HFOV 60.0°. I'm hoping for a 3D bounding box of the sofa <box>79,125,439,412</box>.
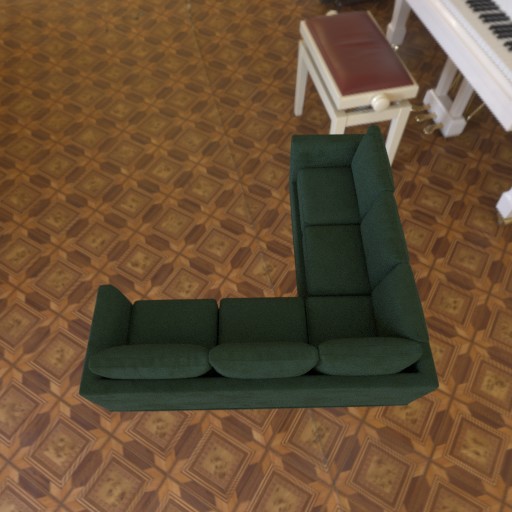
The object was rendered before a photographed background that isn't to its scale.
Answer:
[{"bbox_3d":[0.000,0.000,3.846,2.452,1.004,2.468,-1,58,-1],"label":"sofa"}]
